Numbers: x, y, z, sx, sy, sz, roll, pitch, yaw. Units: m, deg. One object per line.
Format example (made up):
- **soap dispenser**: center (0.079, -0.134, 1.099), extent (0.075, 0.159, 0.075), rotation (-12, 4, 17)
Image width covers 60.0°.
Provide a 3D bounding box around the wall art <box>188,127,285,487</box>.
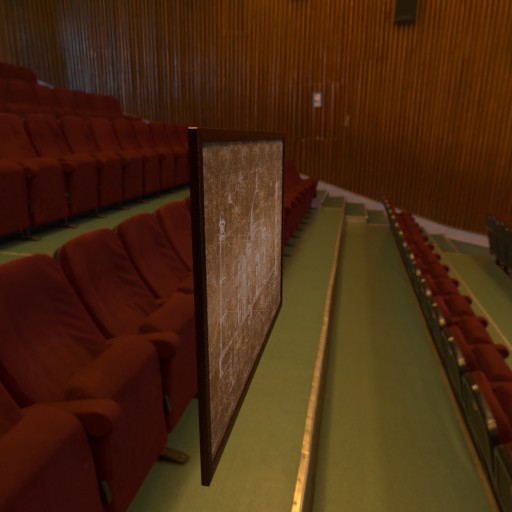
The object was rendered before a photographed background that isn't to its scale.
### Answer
- **wall art**: center (0.000, 0.000, 1.032), extent (0.014, 0.559, 0.816), rotation (3, 15, 11)
